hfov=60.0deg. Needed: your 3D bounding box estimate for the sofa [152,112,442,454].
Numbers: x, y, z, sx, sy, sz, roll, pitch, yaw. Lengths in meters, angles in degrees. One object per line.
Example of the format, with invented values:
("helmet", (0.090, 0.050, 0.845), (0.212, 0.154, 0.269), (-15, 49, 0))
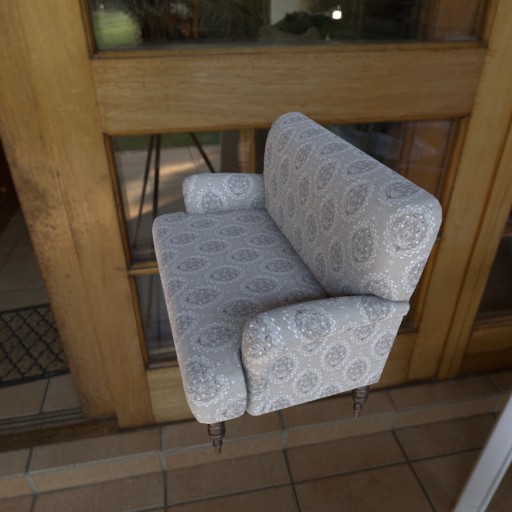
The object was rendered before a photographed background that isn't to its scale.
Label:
("sofa", (0.000, 0.000, 1.848), (0.779, 0.889, 1.297), (-9, 32, -14))
